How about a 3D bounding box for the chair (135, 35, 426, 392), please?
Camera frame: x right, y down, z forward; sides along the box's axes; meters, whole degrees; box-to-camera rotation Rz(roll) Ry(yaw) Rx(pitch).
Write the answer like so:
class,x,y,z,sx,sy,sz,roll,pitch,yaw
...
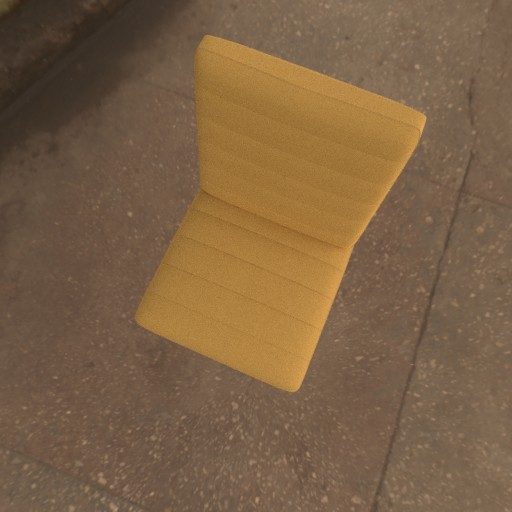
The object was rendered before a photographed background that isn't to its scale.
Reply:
class,x,y,z,sx,sy,sz,roll,pitch,yaw
chair,0.000,0.000,1.294,0.520,0.930,0.634,23,77,6
